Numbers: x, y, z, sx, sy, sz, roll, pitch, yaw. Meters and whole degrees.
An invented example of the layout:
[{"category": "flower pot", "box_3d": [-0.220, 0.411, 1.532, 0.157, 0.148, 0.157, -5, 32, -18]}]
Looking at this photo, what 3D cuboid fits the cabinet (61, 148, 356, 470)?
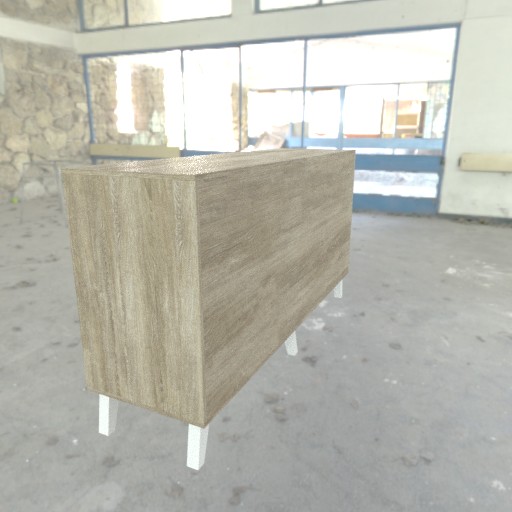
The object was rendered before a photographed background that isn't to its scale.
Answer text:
[{"category": "cabinet", "box_3d": [0.000, 0.000, 1.971, 0.450, 0.870, 1.600, 8, 17, 25]}]
